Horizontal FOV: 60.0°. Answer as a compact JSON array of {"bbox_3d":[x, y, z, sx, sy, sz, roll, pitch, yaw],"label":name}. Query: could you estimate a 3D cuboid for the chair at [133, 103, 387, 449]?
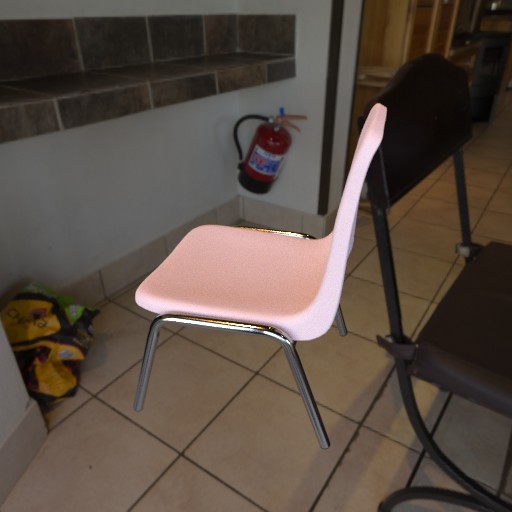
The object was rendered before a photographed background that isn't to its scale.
[{"bbox_3d":[0.000,0.000,0.803,0.385,0.536,0.354,8,30,14],"label":"chair"}]
